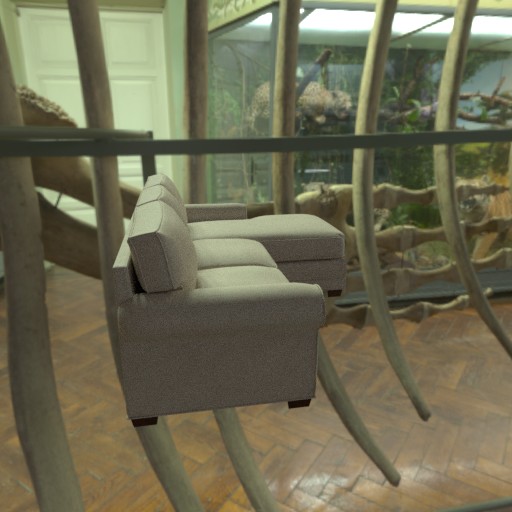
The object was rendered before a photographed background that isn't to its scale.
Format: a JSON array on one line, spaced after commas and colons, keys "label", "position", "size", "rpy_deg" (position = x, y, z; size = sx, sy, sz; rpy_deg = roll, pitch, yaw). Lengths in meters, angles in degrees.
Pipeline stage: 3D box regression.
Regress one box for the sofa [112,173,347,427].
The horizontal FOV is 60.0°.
[{"label": "sofa", "position": [0.000, 0.000, 2.322], "size": [1.226, 0.734, 1.770], "rpy_deg": [-3, 17, -10]}]
